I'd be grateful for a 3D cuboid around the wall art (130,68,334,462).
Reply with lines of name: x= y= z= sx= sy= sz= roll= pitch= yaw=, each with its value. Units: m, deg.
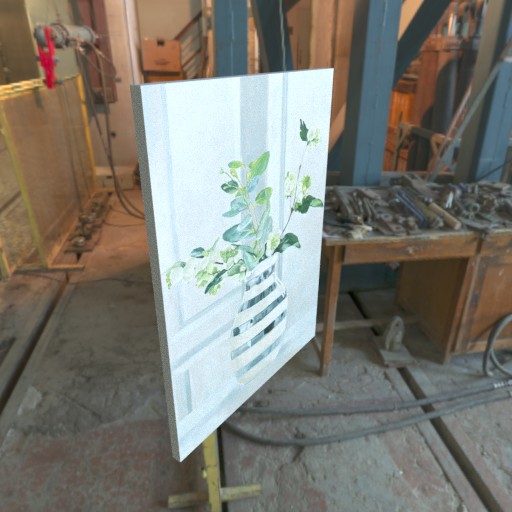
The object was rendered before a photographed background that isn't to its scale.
wall art: x=0.000 y=0.000 z=1.596 sx=0.038 sy=1.212 sz=0.914 roll=18 pitch=31 yaw=33
